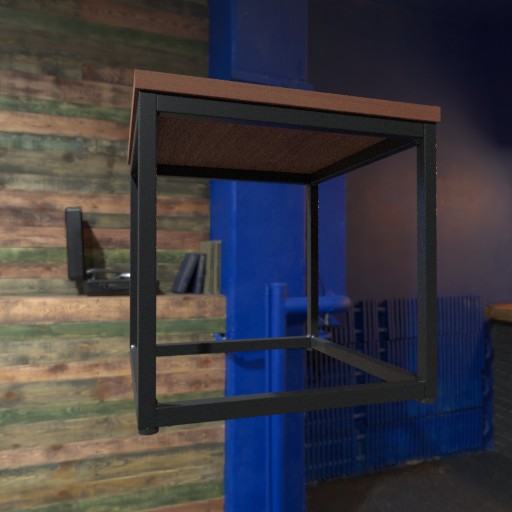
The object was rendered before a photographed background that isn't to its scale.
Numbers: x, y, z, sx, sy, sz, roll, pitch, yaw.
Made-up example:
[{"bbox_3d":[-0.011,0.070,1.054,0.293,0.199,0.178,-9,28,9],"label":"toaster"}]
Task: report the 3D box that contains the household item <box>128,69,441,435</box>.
[{"bbox_3d":[0.000,0.000,0.730,0.400,0.400,0.400,0,-1,-17],"label":"household item"}]
